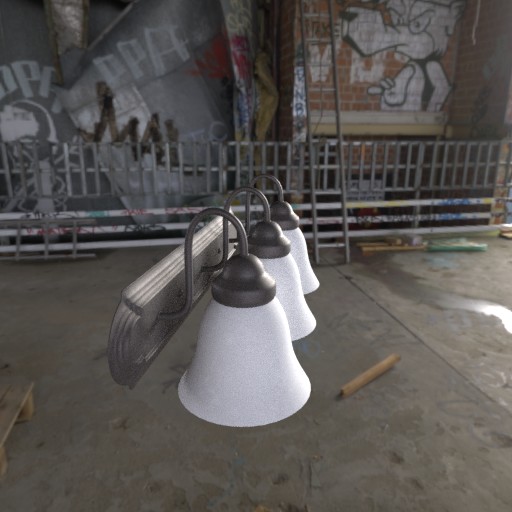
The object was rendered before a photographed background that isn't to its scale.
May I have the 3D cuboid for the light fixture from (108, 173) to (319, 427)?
[{"bbox_3d":[0.000,0.000,0.708,0.199,0.222,0.610,3,16,9],"label":"light fixture"}]
